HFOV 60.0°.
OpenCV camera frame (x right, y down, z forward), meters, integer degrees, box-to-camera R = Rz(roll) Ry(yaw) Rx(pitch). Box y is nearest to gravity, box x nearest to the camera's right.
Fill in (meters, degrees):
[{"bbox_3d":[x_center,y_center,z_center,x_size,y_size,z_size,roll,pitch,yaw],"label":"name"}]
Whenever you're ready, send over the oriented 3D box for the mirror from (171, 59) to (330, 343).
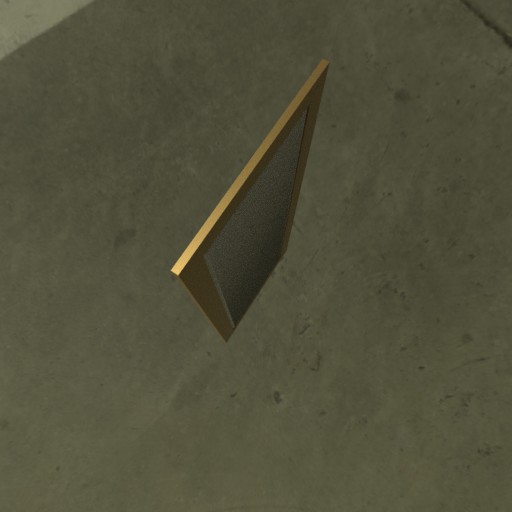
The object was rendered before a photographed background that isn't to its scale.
[{"bbox_3d":[0.000,0.000,2.265,0.025,2.031,0.812,32,76,9],"label":"mirror"}]
